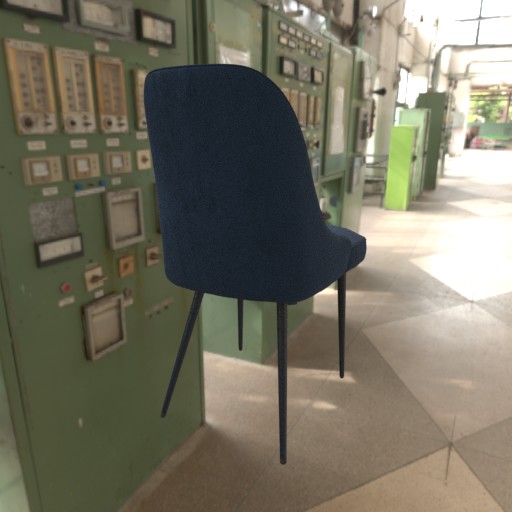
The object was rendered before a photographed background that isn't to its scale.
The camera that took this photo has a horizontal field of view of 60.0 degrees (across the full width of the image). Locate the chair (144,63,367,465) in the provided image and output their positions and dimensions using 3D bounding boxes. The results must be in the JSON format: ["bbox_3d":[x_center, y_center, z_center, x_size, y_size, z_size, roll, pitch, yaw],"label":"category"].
[{"bbox_3d":[0.000,0.000,1.198,0.478,0.896,0.559,9,19,27],"label":"chair"}]
